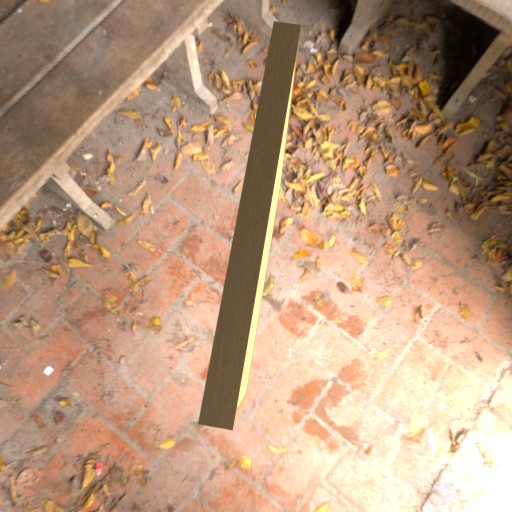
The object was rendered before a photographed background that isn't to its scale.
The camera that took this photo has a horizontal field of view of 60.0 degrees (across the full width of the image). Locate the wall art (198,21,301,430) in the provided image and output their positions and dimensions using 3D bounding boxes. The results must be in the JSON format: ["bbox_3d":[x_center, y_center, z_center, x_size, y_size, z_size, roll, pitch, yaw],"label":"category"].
[{"bbox_3d":[0.000,0.000,0.768,0.037,0.509,0.510,9,75,2],"label":"wall art"}]
